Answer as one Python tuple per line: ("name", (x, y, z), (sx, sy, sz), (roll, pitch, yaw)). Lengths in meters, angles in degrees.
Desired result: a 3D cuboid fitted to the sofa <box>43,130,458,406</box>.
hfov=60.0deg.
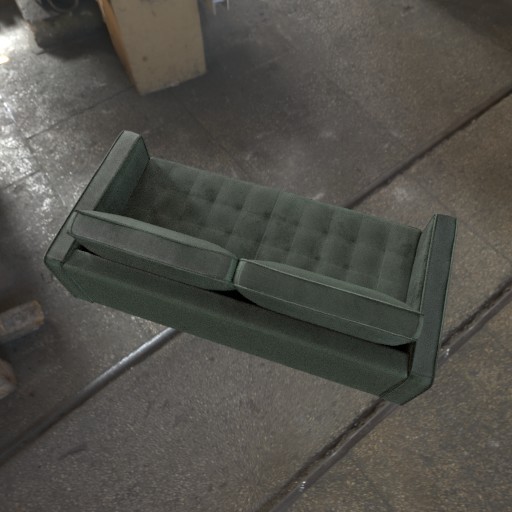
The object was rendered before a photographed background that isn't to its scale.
("sofa", (0.000, 0.000, 2.257), (1.816, 0.781, 0.886), (17, 64, 8))
